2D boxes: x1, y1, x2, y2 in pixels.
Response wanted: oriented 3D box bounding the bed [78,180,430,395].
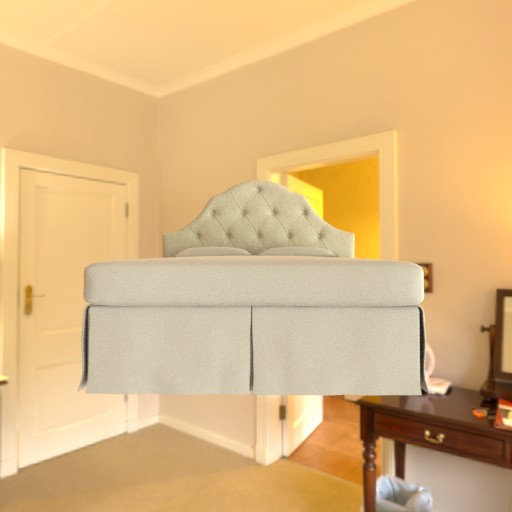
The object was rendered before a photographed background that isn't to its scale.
[{"bbox_3d":[0.000,0.000,3.450,2.012,1.555,2.086,0,-1,1],"label":"bed"}]
